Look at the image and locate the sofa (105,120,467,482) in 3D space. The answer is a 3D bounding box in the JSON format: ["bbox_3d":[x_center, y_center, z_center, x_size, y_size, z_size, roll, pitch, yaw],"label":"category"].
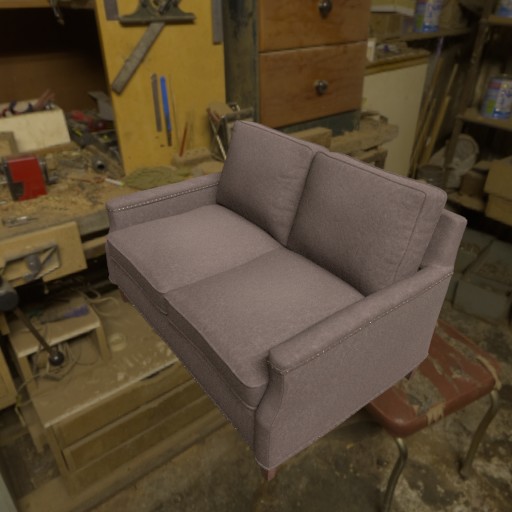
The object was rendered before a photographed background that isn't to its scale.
[{"bbox_3d":[0.000,0.000,2.247,1.084,1.003,1.597,-21,37,-31],"label":"sofa"}]
